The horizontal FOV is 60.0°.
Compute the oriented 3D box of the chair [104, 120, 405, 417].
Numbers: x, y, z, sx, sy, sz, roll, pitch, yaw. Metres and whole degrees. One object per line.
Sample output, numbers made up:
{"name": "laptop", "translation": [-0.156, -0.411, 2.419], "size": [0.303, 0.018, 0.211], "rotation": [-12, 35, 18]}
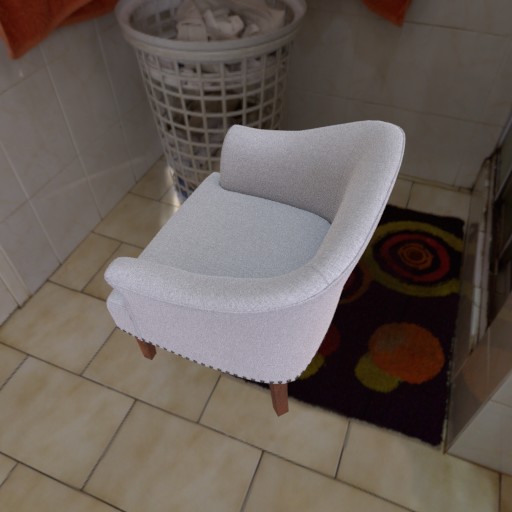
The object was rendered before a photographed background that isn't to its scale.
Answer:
{"name": "chair", "translation": [0.000, 0.000, 1.431], "size": [0.704, 0.815, 0.798], "rotation": [18, 50, 16]}
